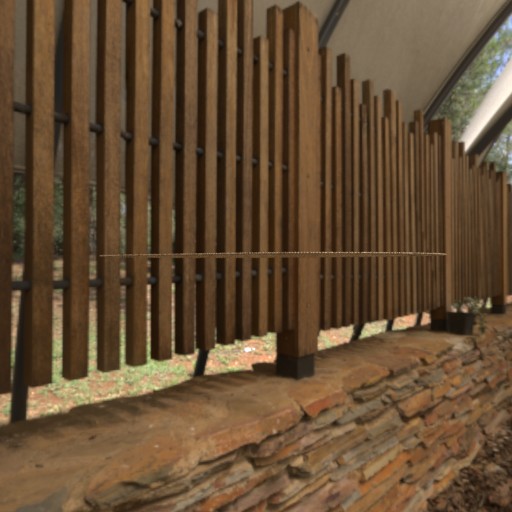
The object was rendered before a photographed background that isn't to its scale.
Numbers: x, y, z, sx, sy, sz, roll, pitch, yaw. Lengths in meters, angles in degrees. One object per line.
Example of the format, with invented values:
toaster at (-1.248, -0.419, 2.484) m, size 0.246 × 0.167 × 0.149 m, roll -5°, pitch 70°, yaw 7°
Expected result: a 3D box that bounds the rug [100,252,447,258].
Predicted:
rug at (0.000, 0.000, 3.045) m, size 2.432 × 0.006 × 1.520 m, roll -1°, pitch -1°, yaw 37°
